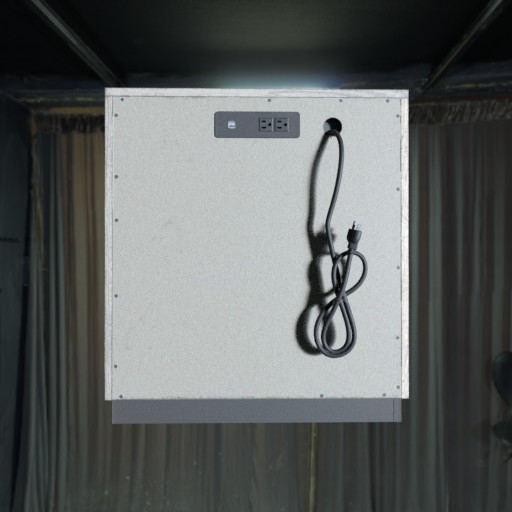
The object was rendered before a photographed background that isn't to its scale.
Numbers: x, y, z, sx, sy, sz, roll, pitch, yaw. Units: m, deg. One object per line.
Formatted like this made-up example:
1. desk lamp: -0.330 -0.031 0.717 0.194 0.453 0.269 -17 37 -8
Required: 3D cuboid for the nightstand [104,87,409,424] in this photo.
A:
1. nightstand: 0.000 0.000 1.071 0.612 0.673 0.483 0 0 -1
